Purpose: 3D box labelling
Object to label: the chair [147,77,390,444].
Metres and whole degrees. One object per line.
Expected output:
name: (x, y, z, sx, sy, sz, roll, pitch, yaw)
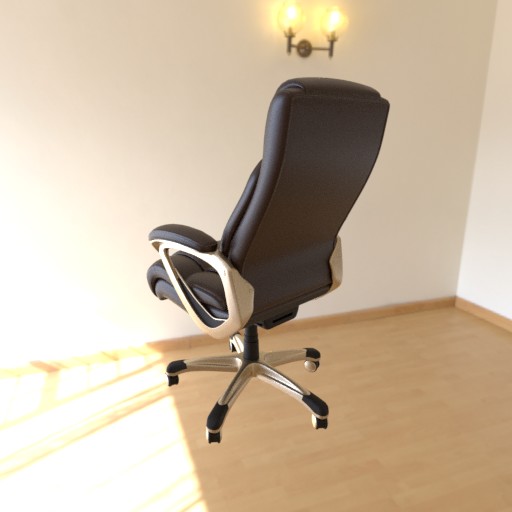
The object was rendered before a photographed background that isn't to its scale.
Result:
chair: (0.000, 0.000, 1.659, 0.692, 1.194, 0.749, -16, 22, -43)
